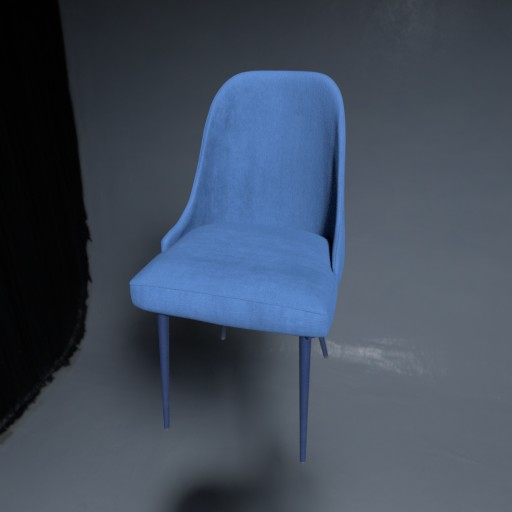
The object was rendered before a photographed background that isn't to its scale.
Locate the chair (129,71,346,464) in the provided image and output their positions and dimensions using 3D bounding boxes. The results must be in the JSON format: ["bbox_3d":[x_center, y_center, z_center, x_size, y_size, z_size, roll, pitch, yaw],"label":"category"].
[{"bbox_3d":[0.000,0.000,1.198,0.478,0.896,0.559,7,27,15],"label":"chair"}]
